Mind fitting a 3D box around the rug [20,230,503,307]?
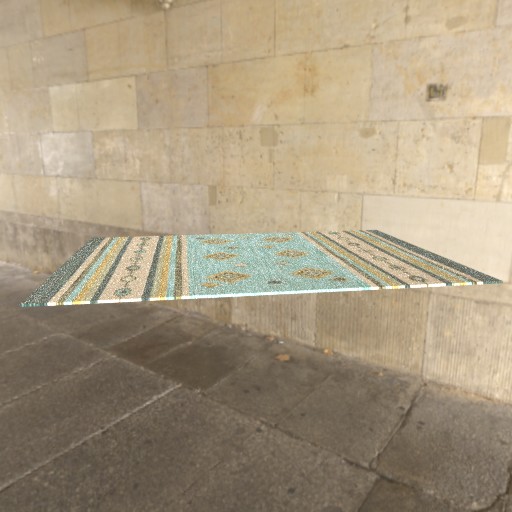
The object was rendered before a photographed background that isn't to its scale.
[{"bbox_3d":[0.000,0.000,2.222,1.811,0.010,1.212,-2,13,-9],"label":"rug"}]
